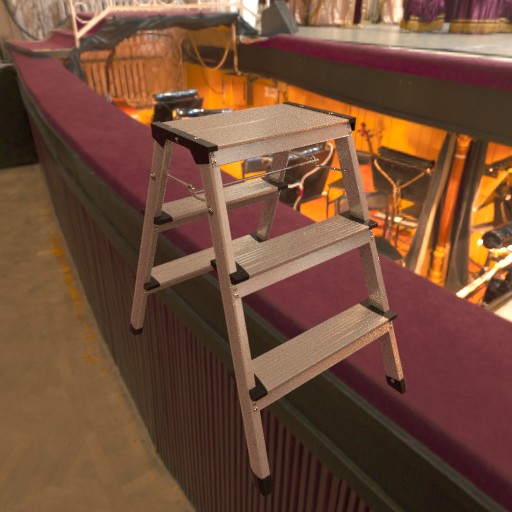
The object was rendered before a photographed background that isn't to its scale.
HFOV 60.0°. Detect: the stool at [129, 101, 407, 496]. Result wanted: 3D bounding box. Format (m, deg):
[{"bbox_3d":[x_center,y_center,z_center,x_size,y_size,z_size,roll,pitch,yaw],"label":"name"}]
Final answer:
[{"bbox_3d":[0.000,0.000,1.004,0.437,0.605,0.622,-21,36,-32],"label":"stool"}]
